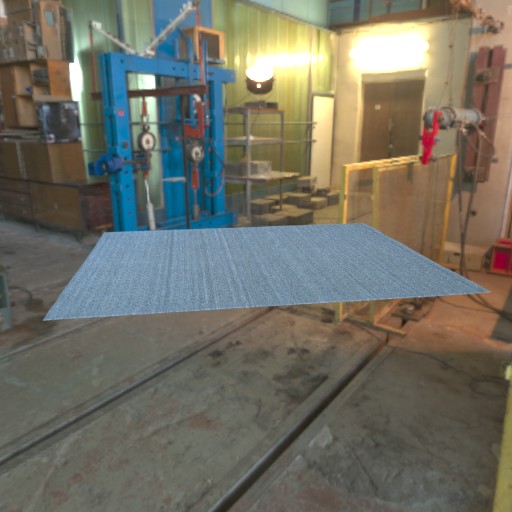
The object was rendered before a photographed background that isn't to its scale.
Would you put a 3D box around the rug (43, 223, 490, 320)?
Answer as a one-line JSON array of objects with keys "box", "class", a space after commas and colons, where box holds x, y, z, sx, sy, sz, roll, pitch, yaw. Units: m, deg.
[{"box": [0.000, 0.000, 4.259, 3.200, 0.007, 2.443, -3, 17, -9], "class": "rug"}]
